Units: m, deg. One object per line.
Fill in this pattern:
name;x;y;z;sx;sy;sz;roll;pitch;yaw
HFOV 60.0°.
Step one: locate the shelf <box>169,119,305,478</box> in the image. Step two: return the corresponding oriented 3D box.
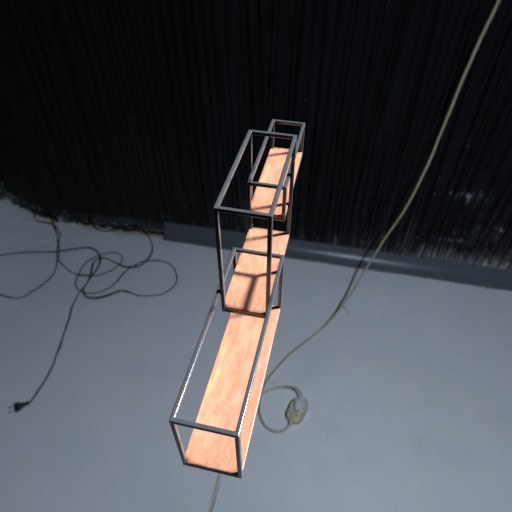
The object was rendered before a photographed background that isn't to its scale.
shelf;0.000;0.000;2.230;0.275;0.972;1.781;9;47;9
